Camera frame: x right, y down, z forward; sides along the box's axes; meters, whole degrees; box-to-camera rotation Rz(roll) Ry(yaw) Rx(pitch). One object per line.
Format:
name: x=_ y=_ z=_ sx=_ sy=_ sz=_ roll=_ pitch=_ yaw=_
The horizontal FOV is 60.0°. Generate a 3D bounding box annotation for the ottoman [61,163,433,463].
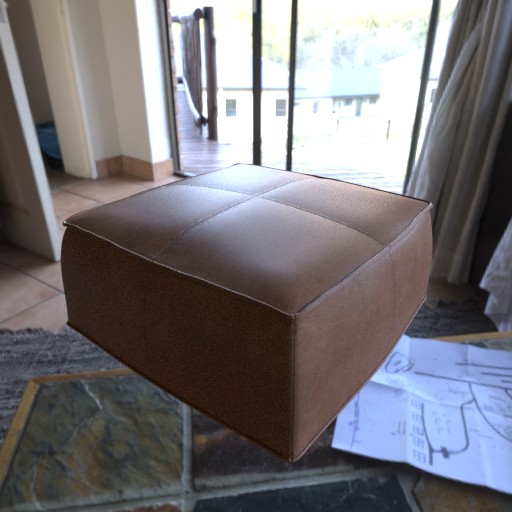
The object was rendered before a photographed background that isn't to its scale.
ottoman: x=0.000 y=0.000 z=1.383 sx=0.901 sy=0.395 sz=0.902 roll=19 pitch=32 yaw=33
